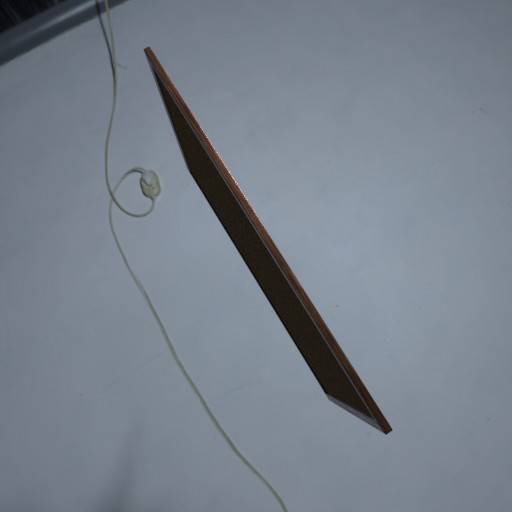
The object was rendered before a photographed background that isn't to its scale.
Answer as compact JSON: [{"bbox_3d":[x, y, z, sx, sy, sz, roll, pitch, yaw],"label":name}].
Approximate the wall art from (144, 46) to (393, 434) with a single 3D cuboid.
[{"bbox_3d":[0.000,0.000,1.050,0.014,0.559,0.816,-31,79,-7],"label":"wall art"}]
